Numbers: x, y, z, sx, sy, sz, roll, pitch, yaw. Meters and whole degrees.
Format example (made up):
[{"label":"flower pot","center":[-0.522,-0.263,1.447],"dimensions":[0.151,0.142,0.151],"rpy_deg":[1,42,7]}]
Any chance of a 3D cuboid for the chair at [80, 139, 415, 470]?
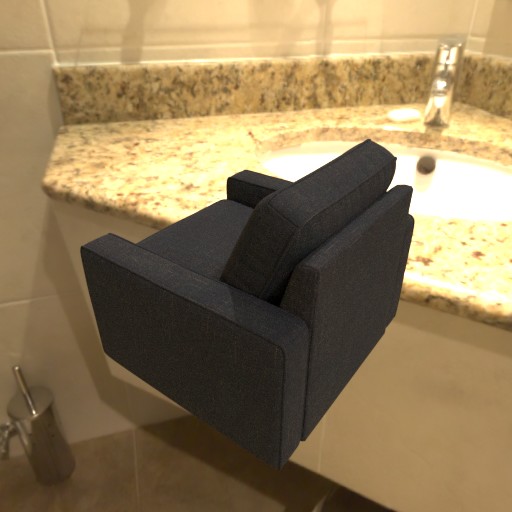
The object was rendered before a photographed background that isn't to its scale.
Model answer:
[{"label":"chair","center":[0.000,0.000,1.797],"dimensions":[0.940,0.919,1.017],"rpy_deg":[21,38,31]}]
